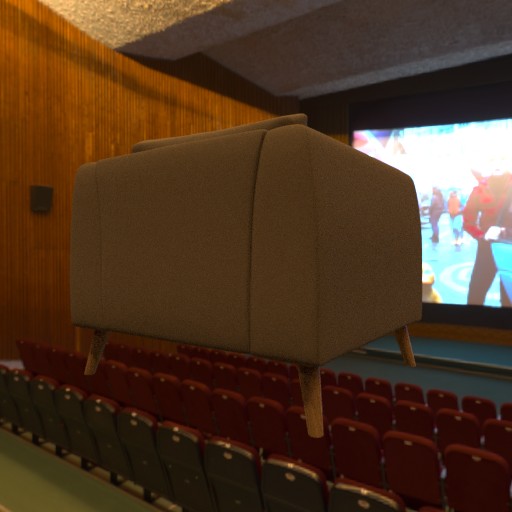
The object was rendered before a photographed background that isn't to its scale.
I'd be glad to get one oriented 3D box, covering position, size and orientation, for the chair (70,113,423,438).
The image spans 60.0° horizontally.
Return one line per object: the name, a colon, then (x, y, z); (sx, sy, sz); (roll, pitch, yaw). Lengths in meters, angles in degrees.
chair: (0.000, 0.000, 1.673); (1.000, 0.860, 0.930); (1, 1, 35)
